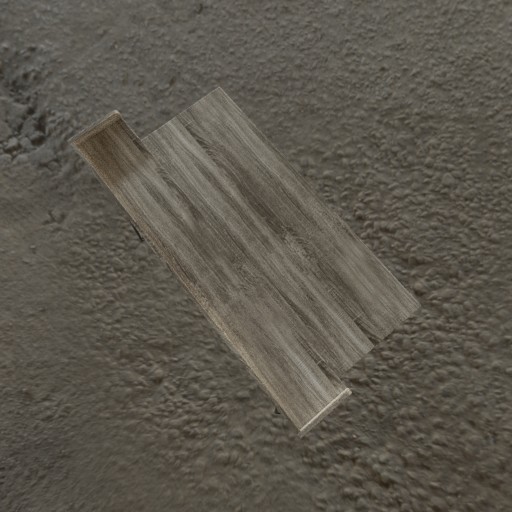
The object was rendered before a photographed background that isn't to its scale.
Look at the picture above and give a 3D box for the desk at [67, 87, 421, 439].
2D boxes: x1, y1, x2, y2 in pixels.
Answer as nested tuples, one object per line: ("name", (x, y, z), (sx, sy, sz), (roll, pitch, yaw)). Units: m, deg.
("desk", (0.000, 0.000, 1.641), (0.605, 0.899, 1.135), (-38, 78, -10))
